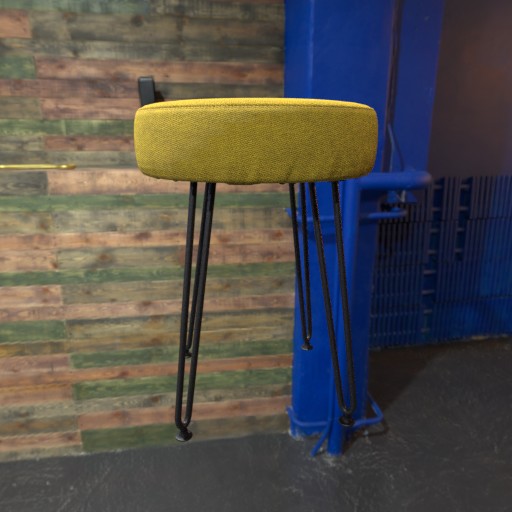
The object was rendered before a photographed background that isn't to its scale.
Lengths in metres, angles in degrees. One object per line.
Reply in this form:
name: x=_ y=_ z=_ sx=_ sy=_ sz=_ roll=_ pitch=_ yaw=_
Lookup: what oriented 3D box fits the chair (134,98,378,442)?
chair: x=0.000 y=0.000 z=0.697 sx=0.345 sy=0.455 sz=0.345 roll=-2 pitch=15 yaw=-8
